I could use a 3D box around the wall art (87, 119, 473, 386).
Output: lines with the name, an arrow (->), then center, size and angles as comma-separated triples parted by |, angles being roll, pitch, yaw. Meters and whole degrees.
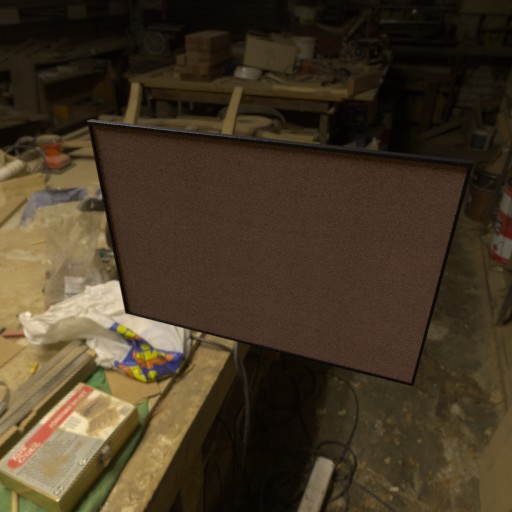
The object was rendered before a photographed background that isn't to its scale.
wall art -> 0.000, 0.000, 1.232 | 0.957, 0.660, 0.019 | 11, 33, 17
